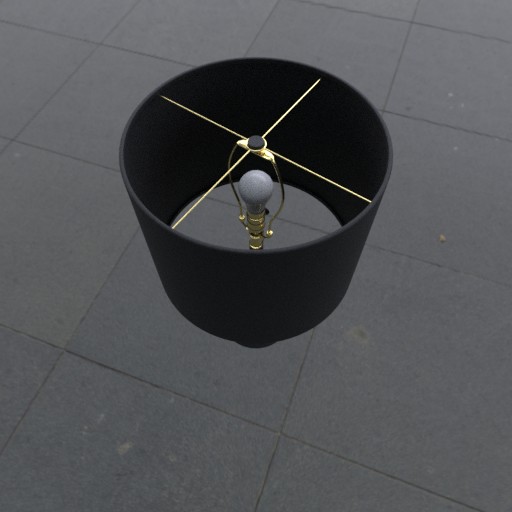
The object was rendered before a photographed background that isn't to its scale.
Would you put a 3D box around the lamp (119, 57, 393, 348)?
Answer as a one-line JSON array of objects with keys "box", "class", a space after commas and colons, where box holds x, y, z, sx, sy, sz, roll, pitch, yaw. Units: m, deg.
[{"box": [0.000, 0.000, 0.833, 0.359, 0.584, 0.359, 31, 63, 18], "class": "lamp"}]
